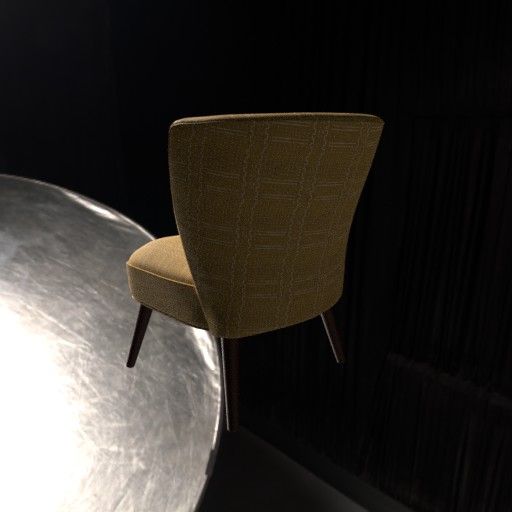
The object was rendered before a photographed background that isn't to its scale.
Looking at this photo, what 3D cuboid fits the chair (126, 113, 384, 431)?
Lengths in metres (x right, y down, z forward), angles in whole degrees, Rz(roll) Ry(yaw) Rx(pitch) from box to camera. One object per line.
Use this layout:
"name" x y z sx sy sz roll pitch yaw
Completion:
"chair" 0.000 0.000 1.447 0.758 0.866 0.706 15 21 42
